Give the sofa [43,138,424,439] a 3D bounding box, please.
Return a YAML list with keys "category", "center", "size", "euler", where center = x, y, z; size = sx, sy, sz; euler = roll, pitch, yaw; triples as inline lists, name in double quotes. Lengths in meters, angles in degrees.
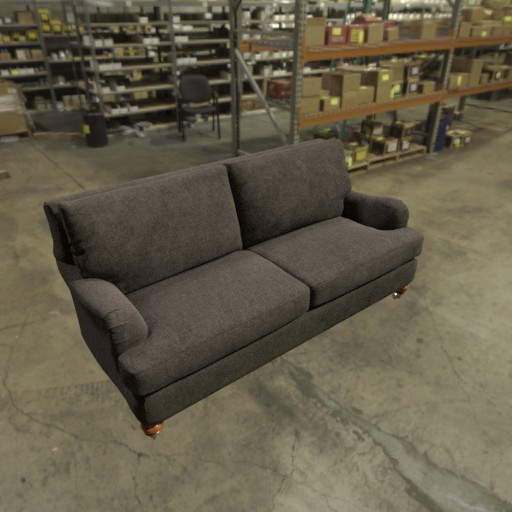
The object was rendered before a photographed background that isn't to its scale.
- category: "sofa"
  center: [0.000, 0.000, 2.787]
  size: [2.160, 1.054, 1.087]
  euler: [-21, 36, -32]
